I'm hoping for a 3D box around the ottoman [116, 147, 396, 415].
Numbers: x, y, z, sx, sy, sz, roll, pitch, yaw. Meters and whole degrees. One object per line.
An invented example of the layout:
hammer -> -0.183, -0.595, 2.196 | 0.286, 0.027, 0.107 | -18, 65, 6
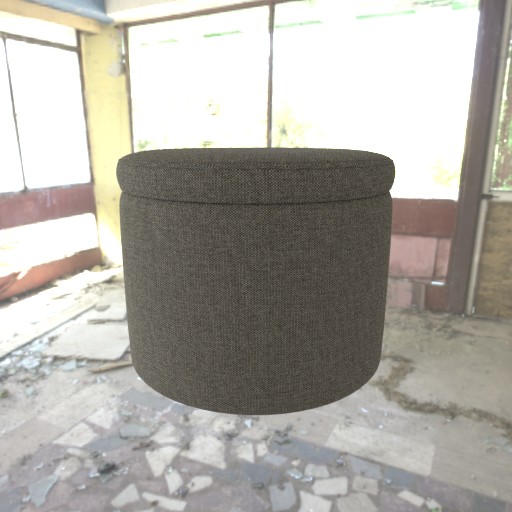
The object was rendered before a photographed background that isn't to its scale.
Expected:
ottoman -> 0.000, 0.000, 0.901 | 0.520, 0.430, 0.520 | 0, 15, 0
